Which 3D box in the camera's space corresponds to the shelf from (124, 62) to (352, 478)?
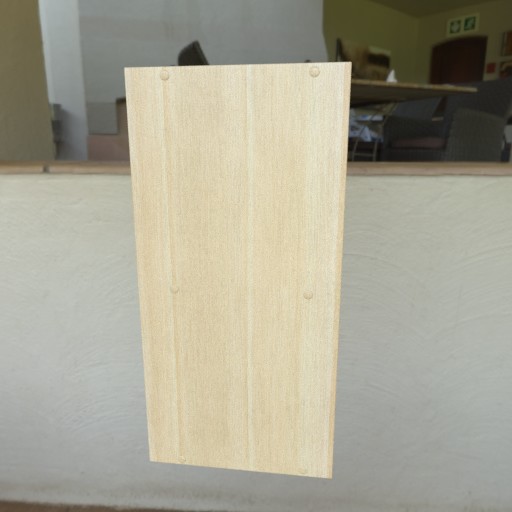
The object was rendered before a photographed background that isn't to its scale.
[{"bbox_3d":[0.000,0.000,0.823,0.290,0.592,0.414,2,14,8],"label":"shelf"}]
